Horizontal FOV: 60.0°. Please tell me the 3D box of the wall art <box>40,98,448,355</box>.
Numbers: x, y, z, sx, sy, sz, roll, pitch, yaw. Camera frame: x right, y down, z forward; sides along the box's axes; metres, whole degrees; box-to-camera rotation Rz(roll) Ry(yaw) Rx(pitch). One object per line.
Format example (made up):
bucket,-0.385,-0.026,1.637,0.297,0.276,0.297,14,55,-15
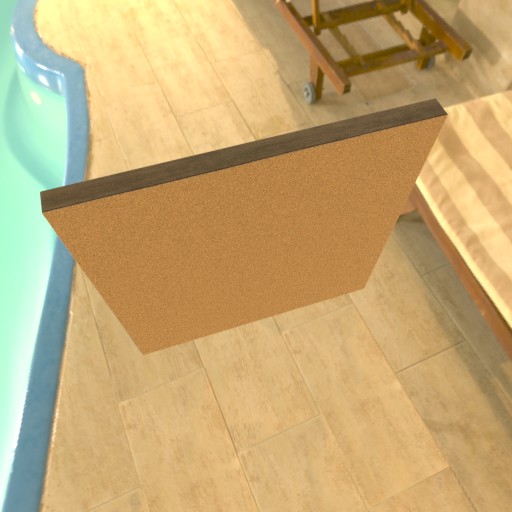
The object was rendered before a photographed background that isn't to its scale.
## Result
wall art,0.000,0.000,1.116,0.749,0.751,0.050,-16,61,-9
